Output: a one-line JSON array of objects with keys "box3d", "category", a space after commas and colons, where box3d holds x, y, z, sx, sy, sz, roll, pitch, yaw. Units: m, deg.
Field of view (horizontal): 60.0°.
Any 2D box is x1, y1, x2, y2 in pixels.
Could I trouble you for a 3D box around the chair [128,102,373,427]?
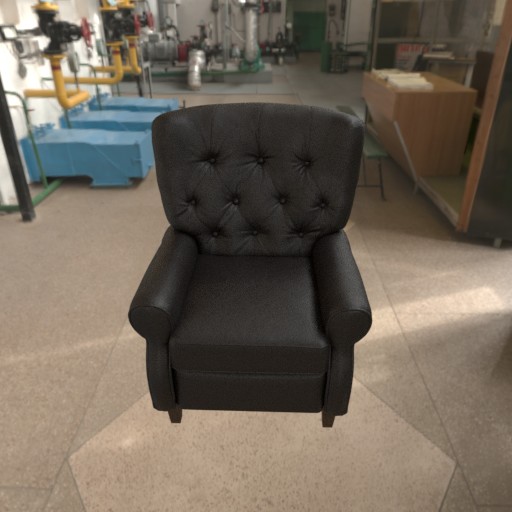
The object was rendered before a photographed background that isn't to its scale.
[{"box3d": [0.000, 0.000, 1.964, 0.948, 1.158, 1.058, 1, 30, 2], "category": "chair"}]
